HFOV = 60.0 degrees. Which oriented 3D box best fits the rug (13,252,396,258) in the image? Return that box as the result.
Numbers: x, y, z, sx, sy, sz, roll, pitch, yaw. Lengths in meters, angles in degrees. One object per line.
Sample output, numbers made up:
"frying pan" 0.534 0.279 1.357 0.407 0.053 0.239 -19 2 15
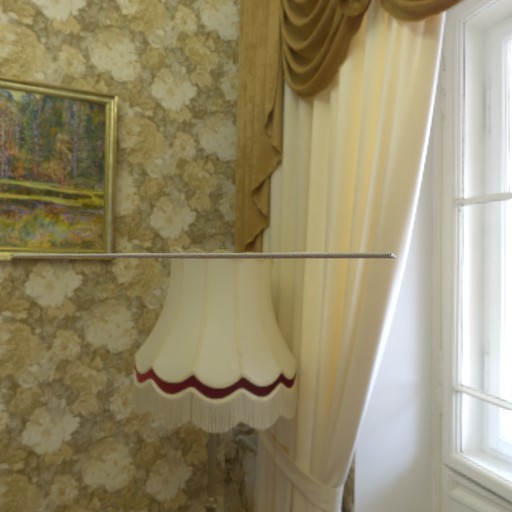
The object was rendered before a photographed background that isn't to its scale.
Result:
"rug" 0.000 0.000 3.844 2.311 0.032 2.921 0 -1 18
